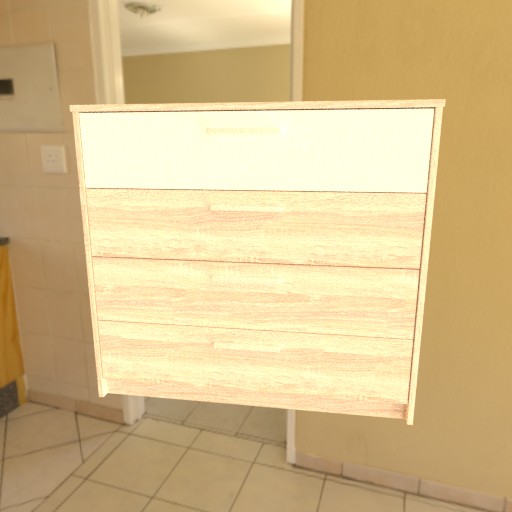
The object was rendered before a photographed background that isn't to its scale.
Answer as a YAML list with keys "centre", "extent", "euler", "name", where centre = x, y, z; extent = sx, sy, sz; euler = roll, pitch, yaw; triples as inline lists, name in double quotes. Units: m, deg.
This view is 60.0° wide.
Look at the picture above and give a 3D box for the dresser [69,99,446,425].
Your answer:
- centre: [0.000, 0.000, 1.418]
  extent: [0.980, 0.900, 0.380]
  euler: [2, 14, 9]
  name: "dresser"
